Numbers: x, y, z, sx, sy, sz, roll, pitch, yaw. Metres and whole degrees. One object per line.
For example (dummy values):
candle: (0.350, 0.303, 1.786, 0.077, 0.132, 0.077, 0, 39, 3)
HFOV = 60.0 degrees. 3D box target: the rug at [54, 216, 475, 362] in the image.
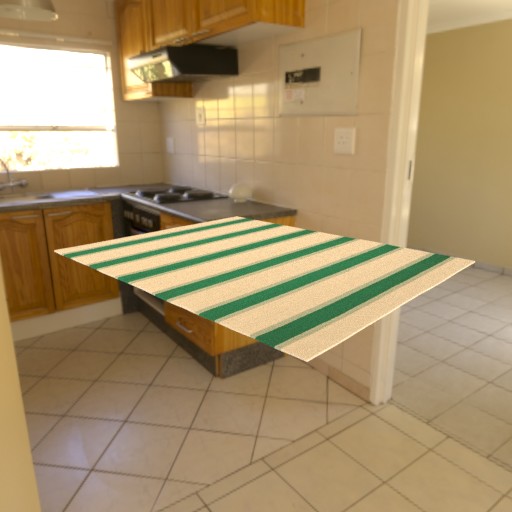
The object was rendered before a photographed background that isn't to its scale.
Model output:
rug: (0.000, 0.000, 4.075, 3.041, 0.019, 2.434, 15, 22, 42)
